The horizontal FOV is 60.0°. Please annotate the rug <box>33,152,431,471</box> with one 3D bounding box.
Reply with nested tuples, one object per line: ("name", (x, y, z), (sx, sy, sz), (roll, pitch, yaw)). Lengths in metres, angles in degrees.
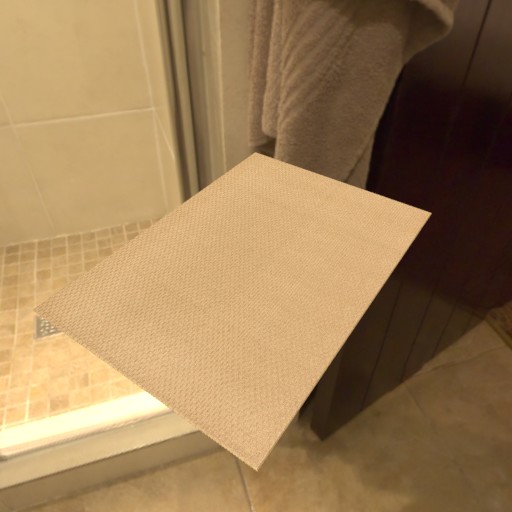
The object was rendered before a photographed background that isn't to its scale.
("rug", (0.000, 0.000, 2.780), (1.509, 0.013, 2.144), (25, 48, 25))
